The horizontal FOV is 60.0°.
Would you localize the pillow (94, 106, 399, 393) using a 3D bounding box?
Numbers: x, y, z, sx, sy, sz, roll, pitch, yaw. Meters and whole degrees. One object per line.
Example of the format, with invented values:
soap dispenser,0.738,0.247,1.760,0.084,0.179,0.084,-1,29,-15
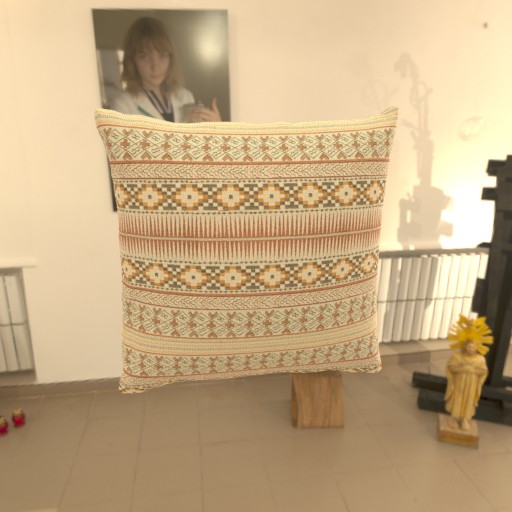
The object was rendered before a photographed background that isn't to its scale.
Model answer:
pillow,0.000,0.000,0.803,0.521,0.519,0.215,-3,16,-9
